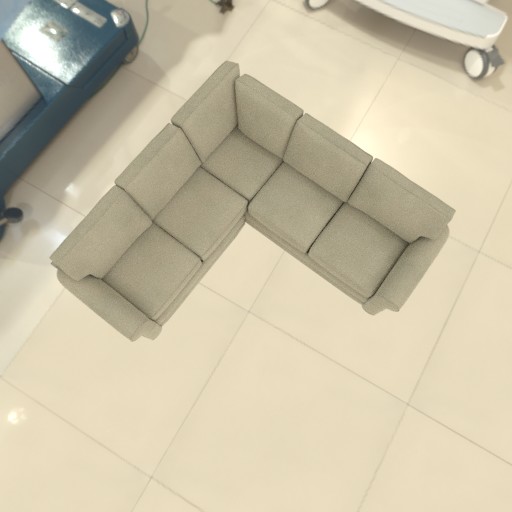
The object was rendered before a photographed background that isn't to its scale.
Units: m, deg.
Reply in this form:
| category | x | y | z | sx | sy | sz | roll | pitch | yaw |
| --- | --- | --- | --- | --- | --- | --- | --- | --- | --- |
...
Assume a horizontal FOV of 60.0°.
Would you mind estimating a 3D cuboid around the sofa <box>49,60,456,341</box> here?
| category | x | y | z | sx | sy | sz | roll | pitch | yaw |
| --- | --- | --- | --- | --- | --- | --- | --- | --- | --- |
| sofa | 0.000 | 0.000 | 3.985 | 2.562 | 1.053 | 2.487 | 36 | 77 | 9 |
